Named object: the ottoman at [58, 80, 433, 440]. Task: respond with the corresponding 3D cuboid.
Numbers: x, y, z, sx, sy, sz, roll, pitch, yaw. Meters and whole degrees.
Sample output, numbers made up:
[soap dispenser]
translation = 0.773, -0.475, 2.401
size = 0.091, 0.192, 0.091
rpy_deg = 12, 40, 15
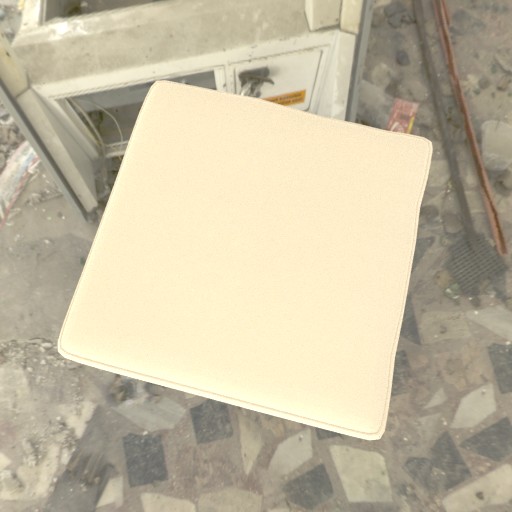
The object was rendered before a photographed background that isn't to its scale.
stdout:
[ottoman]
translation = 0.000, 0.000, 1.345
size = 0.838, 0.479, 0.838
rpy_deg = 14, 76, 4
